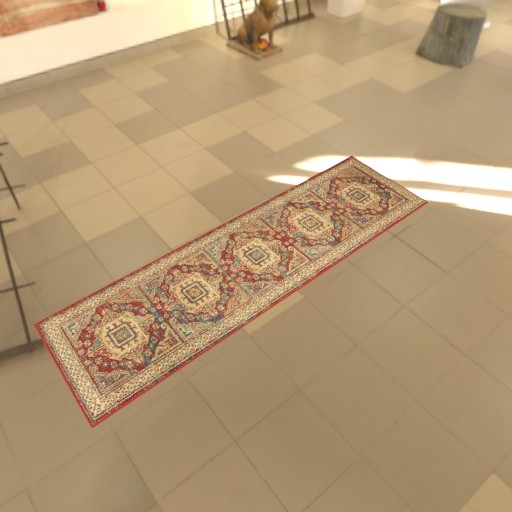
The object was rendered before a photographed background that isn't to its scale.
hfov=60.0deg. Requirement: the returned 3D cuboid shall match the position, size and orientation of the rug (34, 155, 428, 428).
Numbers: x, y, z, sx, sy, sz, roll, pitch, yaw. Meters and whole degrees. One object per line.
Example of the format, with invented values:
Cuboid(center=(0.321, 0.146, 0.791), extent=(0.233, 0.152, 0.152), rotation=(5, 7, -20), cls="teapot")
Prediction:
Cuboid(center=(0.000, 0.000, 2.507), extent=(2.292, 0.015, 0.659), rotation=(-31, 54, -25), cls="rug")
